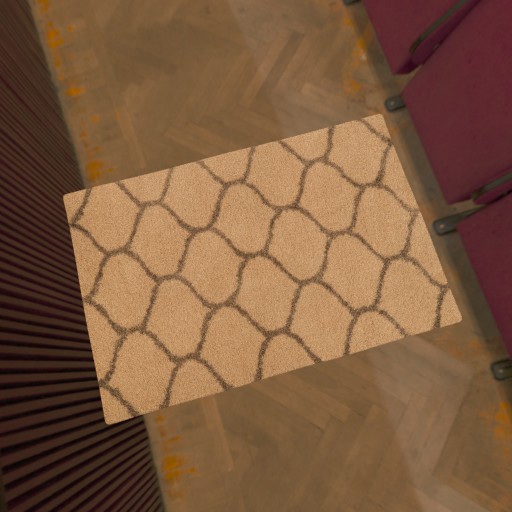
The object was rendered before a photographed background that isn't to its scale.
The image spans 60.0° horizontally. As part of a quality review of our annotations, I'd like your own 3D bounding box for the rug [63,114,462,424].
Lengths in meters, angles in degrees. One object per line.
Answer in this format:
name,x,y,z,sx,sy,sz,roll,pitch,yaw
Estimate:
rug,0.000,0.000,3.425,2.701,0.026,1.801,-15,76,-4
